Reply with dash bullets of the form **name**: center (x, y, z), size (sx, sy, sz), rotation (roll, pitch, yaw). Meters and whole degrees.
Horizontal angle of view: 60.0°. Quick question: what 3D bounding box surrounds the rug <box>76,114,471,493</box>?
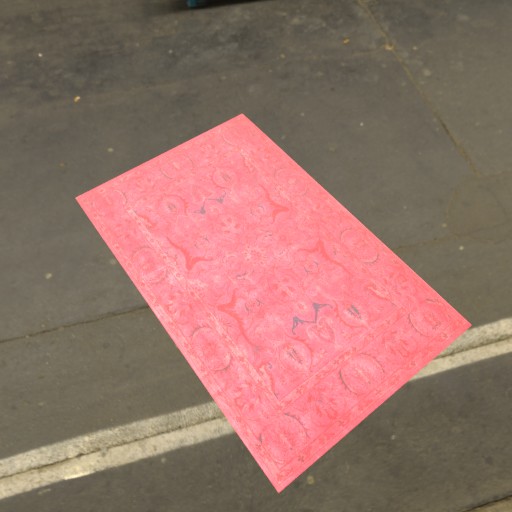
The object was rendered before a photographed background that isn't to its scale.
- **rug**: center (0.000, 0.000, 3.021), size (1.534, 0.010, 2.423), rotation (-33, 64, -19)
